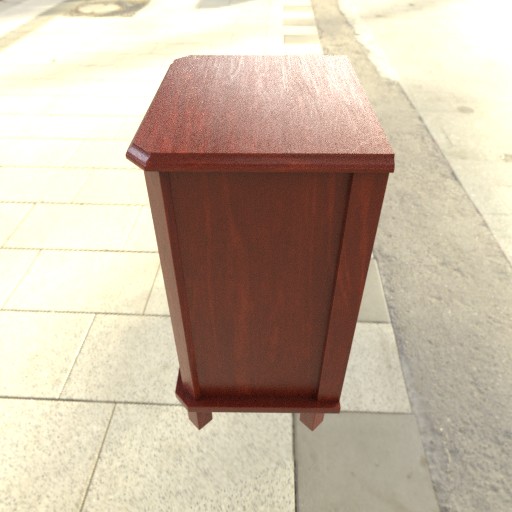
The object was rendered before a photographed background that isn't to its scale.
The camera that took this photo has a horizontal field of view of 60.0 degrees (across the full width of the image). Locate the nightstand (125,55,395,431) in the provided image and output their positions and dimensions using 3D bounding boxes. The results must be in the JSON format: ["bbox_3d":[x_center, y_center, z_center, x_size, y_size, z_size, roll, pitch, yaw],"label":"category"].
[{"bbox_3d":[0.000,0.000,0.929,0.351,0.681,0.435,0,40,0],"label":"nightstand"}]
